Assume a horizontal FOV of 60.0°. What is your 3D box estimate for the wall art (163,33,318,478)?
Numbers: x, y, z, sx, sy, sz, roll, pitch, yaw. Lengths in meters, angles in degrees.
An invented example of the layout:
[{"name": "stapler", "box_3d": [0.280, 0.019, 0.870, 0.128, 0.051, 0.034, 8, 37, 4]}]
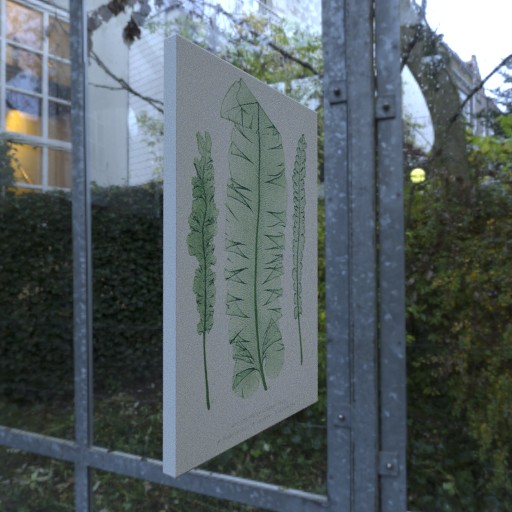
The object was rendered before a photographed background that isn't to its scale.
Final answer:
[{"name": "wall art", "box_3d": [0.000, 0.000, 1.168, 0.038, 0.914, 0.610, 0, -1, 36]}]
